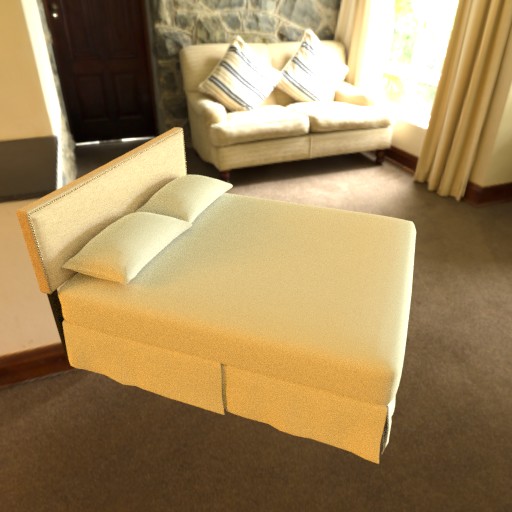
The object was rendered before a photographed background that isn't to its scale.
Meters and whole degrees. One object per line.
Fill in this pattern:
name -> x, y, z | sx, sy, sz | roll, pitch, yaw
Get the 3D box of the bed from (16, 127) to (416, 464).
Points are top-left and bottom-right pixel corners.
bed -> 0.000, 0.000, 2.733 | 1.876, 1.016, 1.616 | 10, 33, 17
